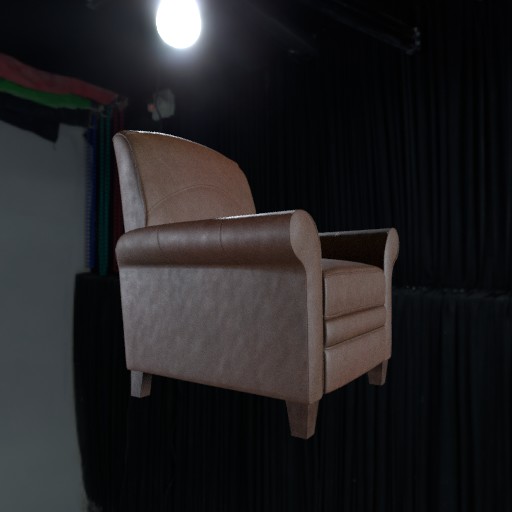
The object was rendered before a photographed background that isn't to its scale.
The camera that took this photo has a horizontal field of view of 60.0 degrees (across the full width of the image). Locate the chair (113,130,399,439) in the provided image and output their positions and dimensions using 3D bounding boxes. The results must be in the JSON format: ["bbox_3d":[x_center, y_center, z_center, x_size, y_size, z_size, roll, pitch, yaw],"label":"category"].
[{"bbox_3d":[0.000,0.000,1.795,0.902,1.061,0.978,0,-1,34],"label":"chair"}]
